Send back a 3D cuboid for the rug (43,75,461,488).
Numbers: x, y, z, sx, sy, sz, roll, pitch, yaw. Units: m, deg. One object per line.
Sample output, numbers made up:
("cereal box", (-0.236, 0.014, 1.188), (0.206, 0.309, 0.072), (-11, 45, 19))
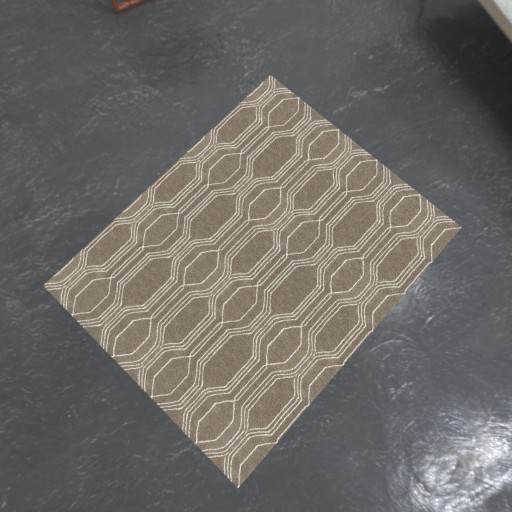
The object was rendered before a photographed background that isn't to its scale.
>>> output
("rug", (0.000, 0.000, 4.114), (2.457, 0.012, 3.062), (42, 79, 10))
